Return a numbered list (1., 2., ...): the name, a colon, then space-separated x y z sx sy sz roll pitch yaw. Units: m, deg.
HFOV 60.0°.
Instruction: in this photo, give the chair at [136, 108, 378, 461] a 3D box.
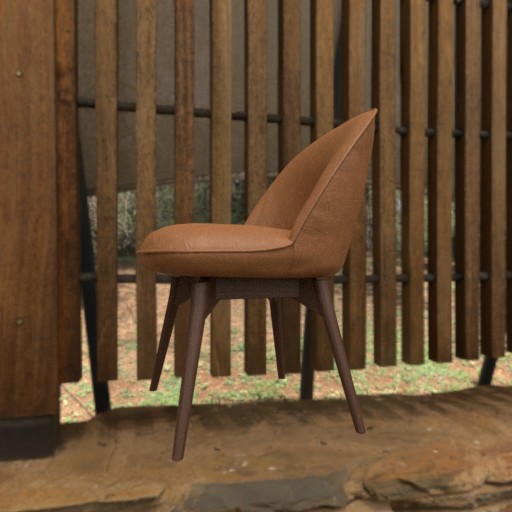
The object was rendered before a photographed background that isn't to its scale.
1. chair: 0.000 0.000 1.225 0.631 0.831 0.521 0 0 -19
